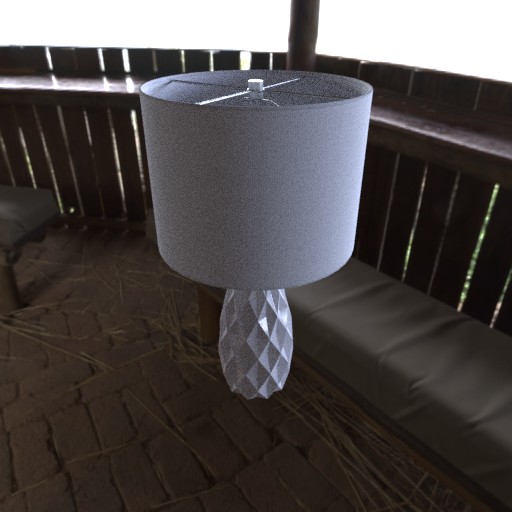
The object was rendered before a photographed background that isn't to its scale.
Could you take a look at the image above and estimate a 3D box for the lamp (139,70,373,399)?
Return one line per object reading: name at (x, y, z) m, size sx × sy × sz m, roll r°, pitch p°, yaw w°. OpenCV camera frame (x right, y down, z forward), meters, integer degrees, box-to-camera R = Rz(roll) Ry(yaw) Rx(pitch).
lamp at (0.000, 0.000, 0.703) m, size 0.297 × 0.522 × 0.297 m, roll 0°, pitch 29°, yaw 0°
